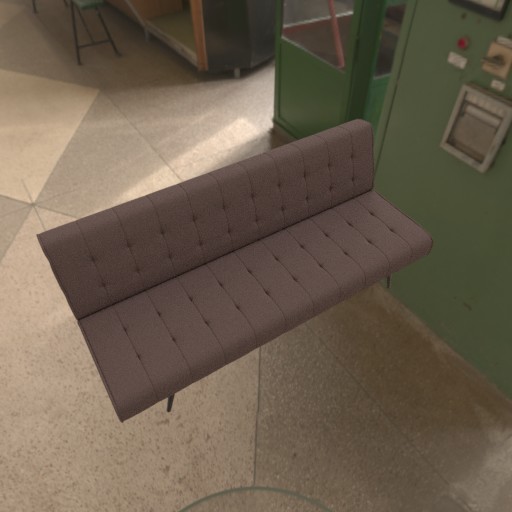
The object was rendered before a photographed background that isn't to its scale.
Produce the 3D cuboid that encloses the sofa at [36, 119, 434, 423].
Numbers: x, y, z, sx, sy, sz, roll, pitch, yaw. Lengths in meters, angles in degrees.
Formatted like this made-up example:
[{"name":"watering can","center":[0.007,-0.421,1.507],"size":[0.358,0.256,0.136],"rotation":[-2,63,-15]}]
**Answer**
[{"name":"sofa","center":[0.000,0.000,2.151],"size":[1.703,0.699,0.747],"rotation":[-25,51,-21]}]
